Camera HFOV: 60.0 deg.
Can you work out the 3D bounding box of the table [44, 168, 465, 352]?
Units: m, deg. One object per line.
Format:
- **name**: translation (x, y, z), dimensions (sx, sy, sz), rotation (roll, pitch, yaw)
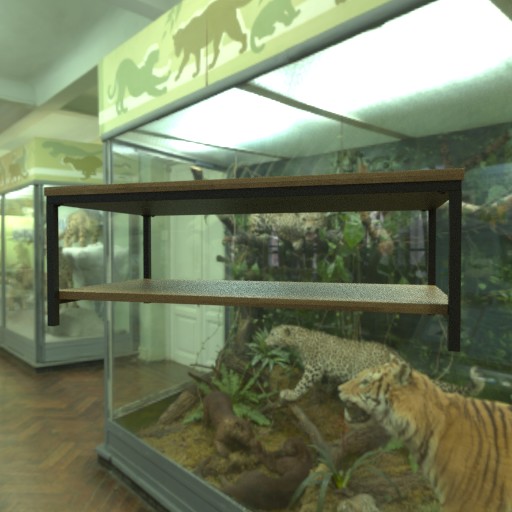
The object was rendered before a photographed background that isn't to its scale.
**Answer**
- **table**: translation (0.000, 0.000, 1.378), dimensions (1.100, 0.399, 0.551), rotation (0, 1, 17)
